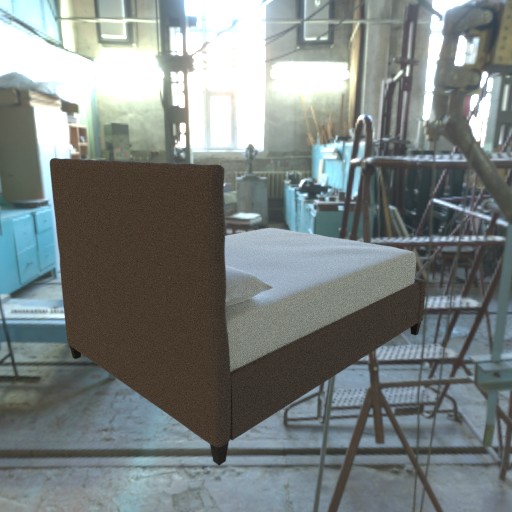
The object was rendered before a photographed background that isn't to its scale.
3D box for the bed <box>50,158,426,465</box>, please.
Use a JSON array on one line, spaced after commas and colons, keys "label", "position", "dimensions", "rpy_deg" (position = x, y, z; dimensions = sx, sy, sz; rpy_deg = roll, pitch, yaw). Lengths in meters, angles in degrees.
[{"label": "bed", "position": [0.000, 0.000, 3.282], "dimensions": [1.696, 1.426, 2.233], "rpy_deg": [13, 19, 43]}]
